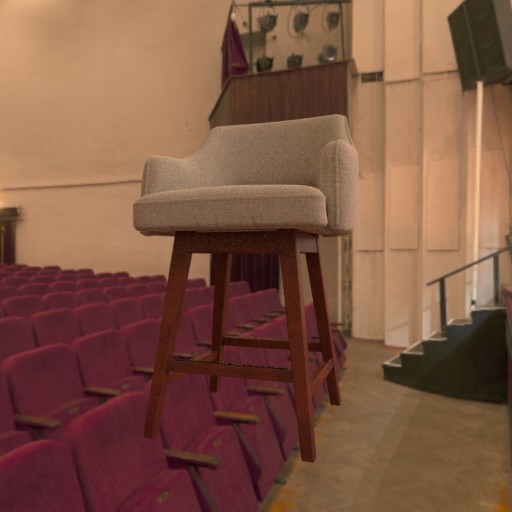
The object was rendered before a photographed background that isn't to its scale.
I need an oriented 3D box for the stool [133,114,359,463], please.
[{"bbox_3d":[0.000,0.000,1.318,0.599,0.944,0.558,0,0,19],"label":"stool"}]
